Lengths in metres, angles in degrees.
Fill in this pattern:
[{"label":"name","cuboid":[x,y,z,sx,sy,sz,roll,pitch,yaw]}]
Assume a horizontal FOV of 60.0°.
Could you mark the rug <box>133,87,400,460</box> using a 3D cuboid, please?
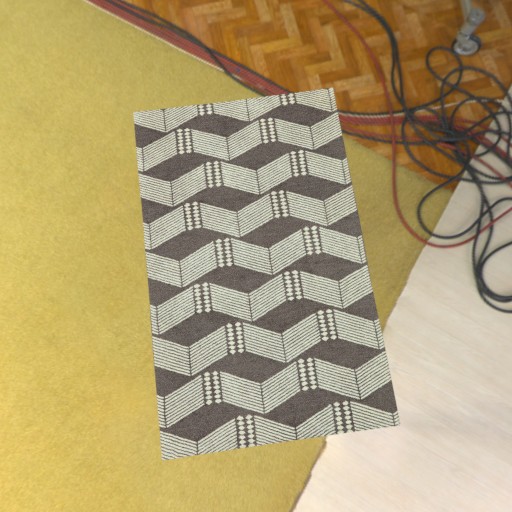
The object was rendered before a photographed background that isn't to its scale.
[{"label":"rug","cuboid":[0.000,0.000,3.061,1.517,0.011,2.435,-8,77,-2]}]
